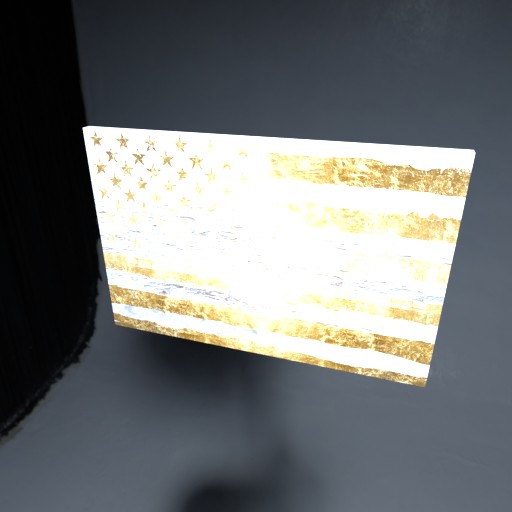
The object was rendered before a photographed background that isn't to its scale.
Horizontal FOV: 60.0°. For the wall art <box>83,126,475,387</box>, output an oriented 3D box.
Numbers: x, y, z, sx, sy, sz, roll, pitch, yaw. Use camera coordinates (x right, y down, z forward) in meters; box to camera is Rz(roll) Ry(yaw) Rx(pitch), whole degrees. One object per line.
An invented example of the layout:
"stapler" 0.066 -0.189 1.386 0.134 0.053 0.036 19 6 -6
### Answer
"wall art" 0.000 0.000 1.161 0.932 0.610 0.027 8 27 16
